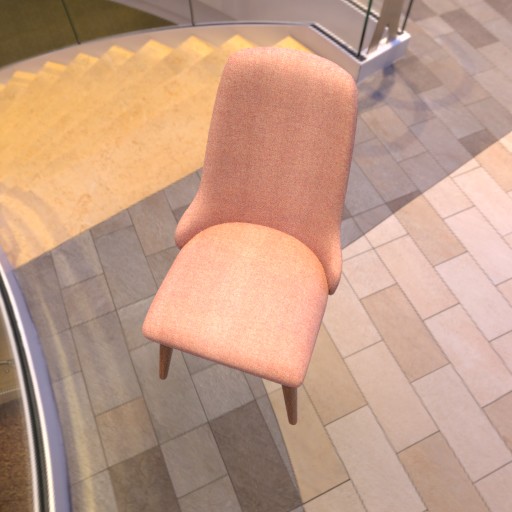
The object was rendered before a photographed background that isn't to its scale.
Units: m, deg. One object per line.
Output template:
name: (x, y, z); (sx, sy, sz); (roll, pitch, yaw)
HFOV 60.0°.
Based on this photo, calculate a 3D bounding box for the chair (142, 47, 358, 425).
chair: (0.000, 0.000, 1.341); (0.535, 0.918, 0.707); (17, 62, 9)
